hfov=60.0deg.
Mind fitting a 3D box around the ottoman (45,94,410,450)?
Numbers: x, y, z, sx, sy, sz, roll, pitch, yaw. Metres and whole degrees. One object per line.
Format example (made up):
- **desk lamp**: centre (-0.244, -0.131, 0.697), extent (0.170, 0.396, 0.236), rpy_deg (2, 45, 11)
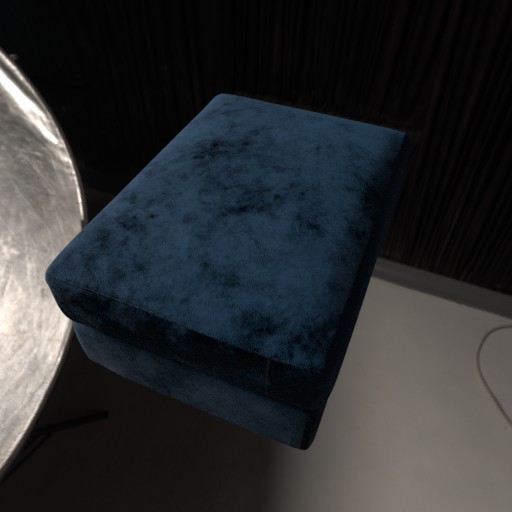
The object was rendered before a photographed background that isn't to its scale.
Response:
- **ottoman**: centre (0.000, 0.000, 1.120), extent (0.572, 0.503, 0.773), rpy_deg (17, 49, 15)
